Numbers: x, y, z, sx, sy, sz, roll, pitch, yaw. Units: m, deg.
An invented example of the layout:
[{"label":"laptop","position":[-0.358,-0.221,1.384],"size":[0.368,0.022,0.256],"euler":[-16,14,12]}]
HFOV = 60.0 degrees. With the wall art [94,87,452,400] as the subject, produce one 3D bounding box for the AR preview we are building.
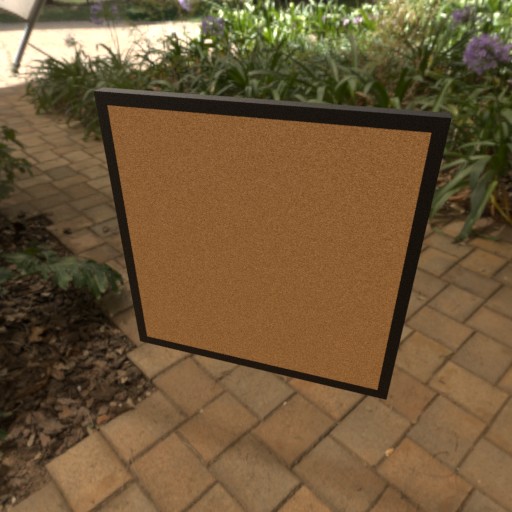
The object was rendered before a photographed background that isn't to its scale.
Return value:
[{"label":"wall art","position":[0.000,0.000,1.124],"size":[0.762,0.762,0.038],"euler":[10,33,15]}]
